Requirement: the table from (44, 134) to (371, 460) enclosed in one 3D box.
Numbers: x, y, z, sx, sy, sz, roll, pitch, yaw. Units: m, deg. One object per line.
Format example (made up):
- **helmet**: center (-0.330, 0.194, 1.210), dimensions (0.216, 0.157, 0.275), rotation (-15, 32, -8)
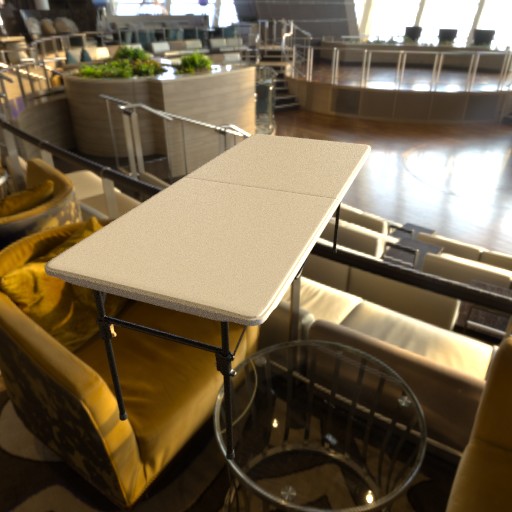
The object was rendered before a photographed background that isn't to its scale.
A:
- **table**: center (0.000, 0.000, 2.192), dimensions (0.761, 0.719, 1.829), rotation (11, 31, 19)
